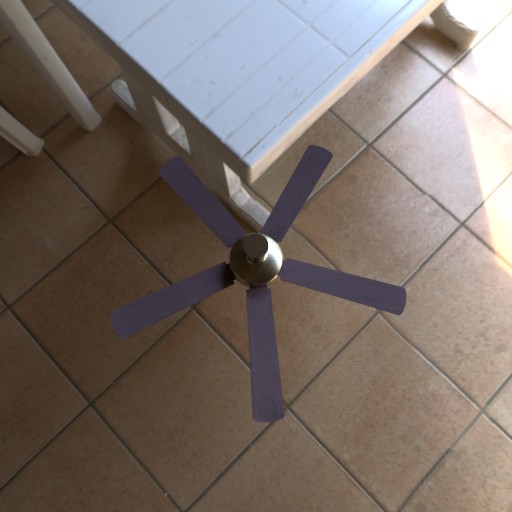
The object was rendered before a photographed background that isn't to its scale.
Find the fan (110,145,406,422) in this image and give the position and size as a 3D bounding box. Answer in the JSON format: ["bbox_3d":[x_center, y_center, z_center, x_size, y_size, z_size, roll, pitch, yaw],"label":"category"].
[{"bbox_3d":[0.000,0.000,1.978,1.321,0.356,1.321,39,78,9],"label":"fan"}]
